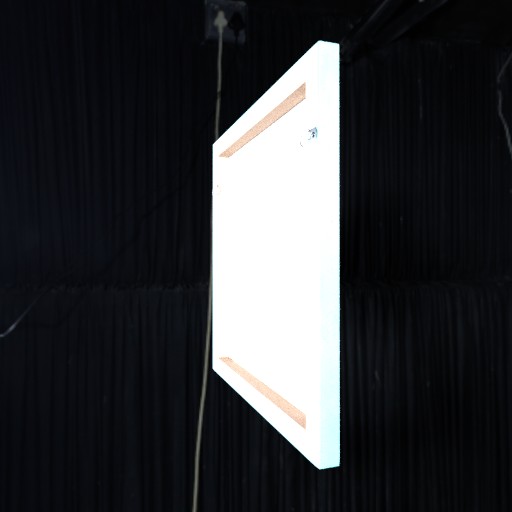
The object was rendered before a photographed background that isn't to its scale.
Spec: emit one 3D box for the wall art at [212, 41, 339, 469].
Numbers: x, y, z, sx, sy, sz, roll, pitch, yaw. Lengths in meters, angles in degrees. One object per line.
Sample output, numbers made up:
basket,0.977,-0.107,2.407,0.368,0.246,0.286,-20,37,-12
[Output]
wall art,0.000,0.000,1.615,0.070,1.073,1.071,0,0,-20
